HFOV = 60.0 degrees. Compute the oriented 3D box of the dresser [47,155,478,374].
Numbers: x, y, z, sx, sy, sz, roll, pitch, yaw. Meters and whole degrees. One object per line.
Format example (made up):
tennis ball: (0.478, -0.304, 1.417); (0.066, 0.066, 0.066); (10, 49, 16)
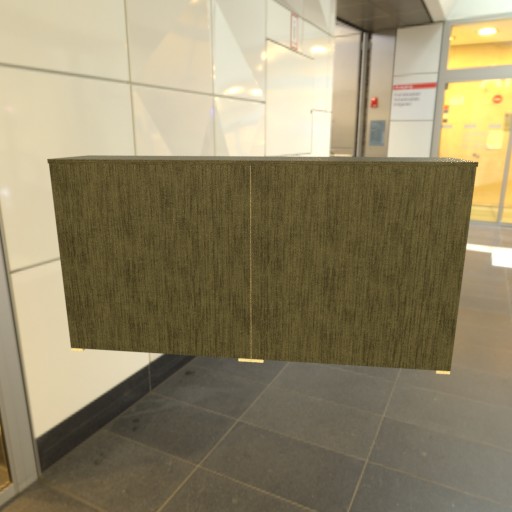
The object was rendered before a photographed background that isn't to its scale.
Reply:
dresser: (0.000, 0.000, 1.831); (1.535, 0.790, 0.333); (2, 15, 7)
